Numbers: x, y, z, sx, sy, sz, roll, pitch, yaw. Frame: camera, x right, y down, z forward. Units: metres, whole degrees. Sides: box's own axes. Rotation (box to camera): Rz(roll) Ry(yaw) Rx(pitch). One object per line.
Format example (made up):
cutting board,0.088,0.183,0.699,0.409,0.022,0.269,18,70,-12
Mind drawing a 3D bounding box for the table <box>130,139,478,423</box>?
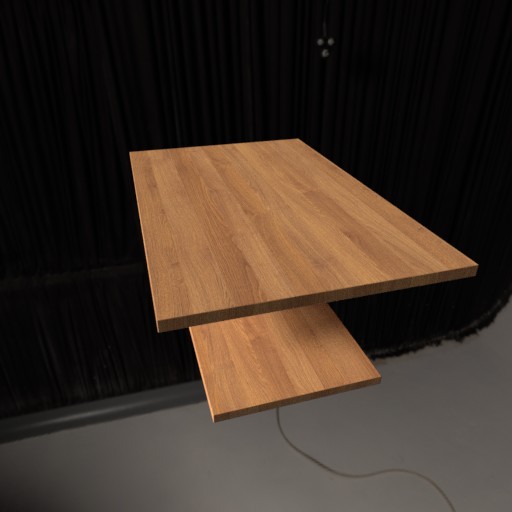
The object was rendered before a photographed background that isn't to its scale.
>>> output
table,0.000,0.000,1.458,0.700,0.442,1.100,-8,31,-14
